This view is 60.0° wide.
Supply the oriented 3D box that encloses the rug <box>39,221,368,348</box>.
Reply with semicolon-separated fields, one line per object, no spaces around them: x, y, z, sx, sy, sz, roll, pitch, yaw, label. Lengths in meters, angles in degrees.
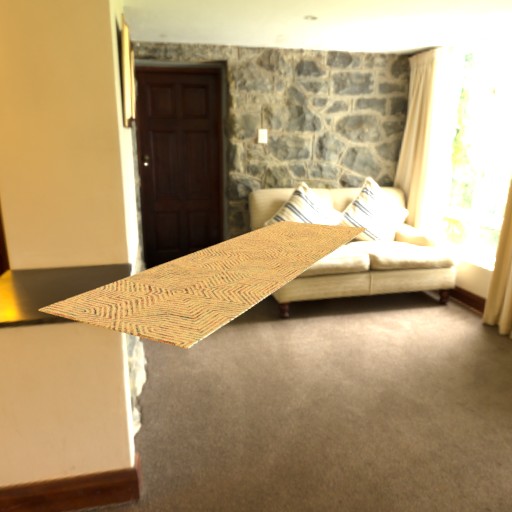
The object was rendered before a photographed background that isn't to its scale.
0.000;0.000;2.713;0.771;0.009;2.443;7;16;27;rug
